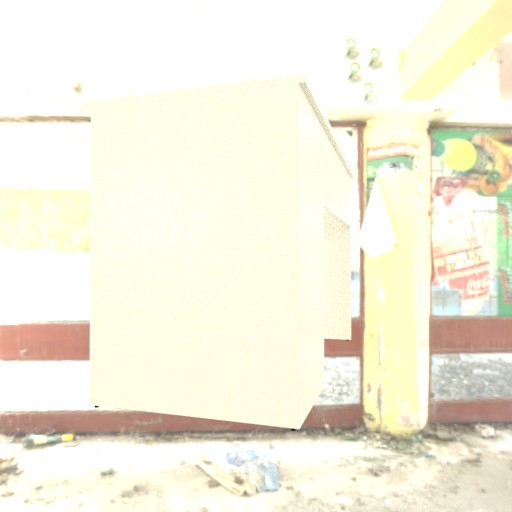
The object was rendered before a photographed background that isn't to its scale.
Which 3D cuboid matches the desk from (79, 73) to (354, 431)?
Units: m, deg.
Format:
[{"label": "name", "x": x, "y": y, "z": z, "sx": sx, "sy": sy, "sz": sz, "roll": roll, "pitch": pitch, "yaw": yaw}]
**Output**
[{"label": "desk", "x": 0.000, "y": 0.000, "z": 1.513, "sx": 0.560, "sy": 0.735, "sz": 1.097, "roll": 0, "pitch": -1, "yaw": 18}]
